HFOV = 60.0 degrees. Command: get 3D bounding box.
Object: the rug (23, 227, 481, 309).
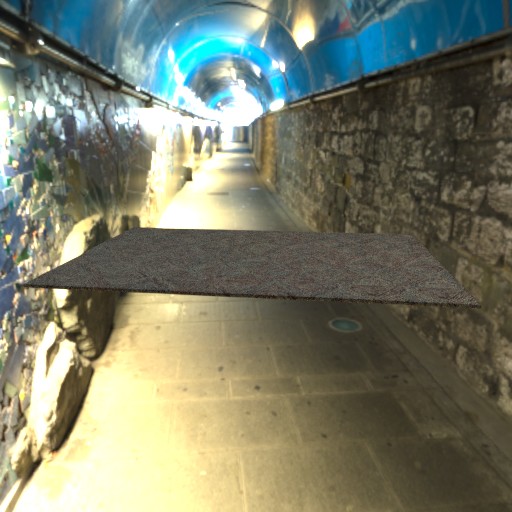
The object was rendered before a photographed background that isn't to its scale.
[{"bbox_3d":[0.000,0.000,2.214,1.761,0.014,1.143,2,16,7],"label":"rug"}]
